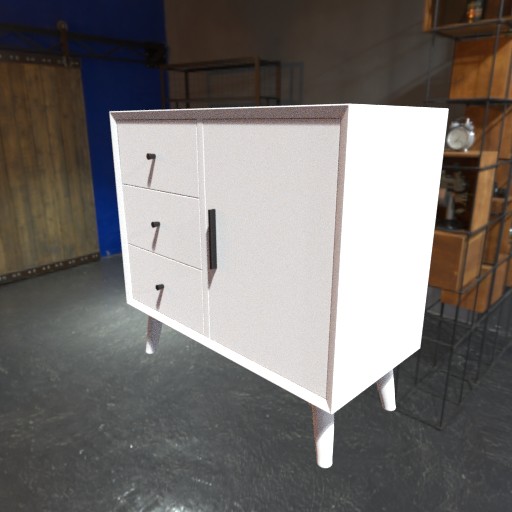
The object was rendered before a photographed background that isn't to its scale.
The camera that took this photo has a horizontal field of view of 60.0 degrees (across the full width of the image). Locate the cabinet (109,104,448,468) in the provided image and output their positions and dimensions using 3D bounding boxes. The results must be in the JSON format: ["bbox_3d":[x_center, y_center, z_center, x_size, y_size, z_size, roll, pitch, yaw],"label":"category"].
[{"bbox_3d":[0.000,0.000,1.219,0.398,0.761,0.800,-16,23,-43],"label":"cabinet"}]
